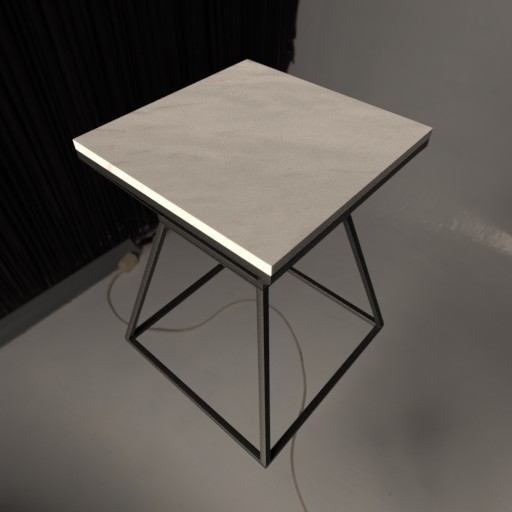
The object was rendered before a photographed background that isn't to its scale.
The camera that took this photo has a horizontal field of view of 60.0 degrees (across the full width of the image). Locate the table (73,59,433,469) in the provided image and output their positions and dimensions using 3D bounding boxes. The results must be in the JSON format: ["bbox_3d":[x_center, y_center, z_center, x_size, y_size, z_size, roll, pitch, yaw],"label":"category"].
[{"bbox_3d":[0.000,0.000,0.902,0.455,0.559,0.455,33,54,27],"label":"table"}]
